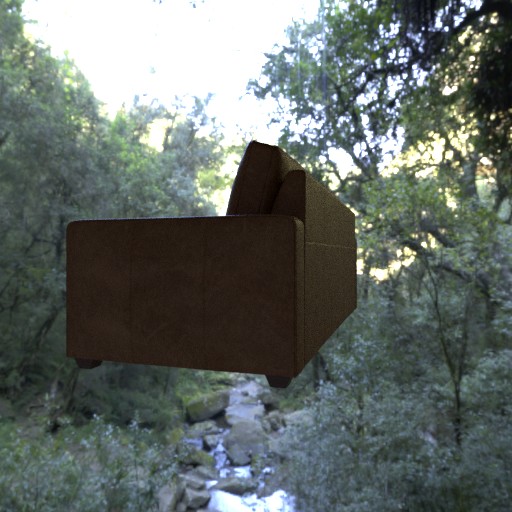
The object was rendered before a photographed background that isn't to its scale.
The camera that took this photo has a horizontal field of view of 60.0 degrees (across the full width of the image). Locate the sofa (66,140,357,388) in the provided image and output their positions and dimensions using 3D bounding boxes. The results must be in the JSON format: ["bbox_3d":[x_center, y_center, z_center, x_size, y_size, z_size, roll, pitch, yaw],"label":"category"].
[{"bbox_3d":[0.000,0.000,2.661,0.991,0.928,2.156,0,0,18],"label":"sofa"}]
